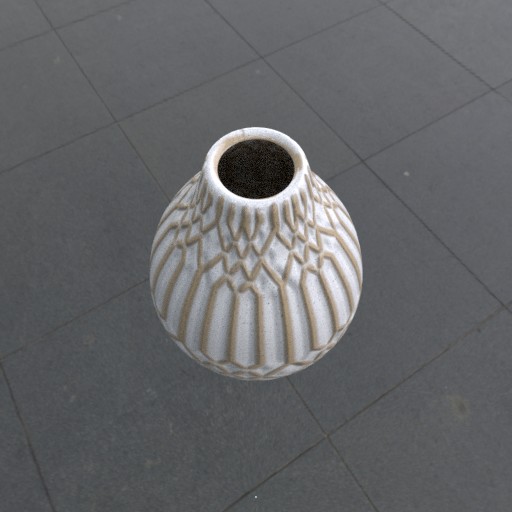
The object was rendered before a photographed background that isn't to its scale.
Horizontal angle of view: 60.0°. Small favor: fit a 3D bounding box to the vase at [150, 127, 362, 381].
[{"bbox_3d":[0.000,0.000,0.317,0.159,0.200,0.159,0,61,0],"label":"vase"}]
